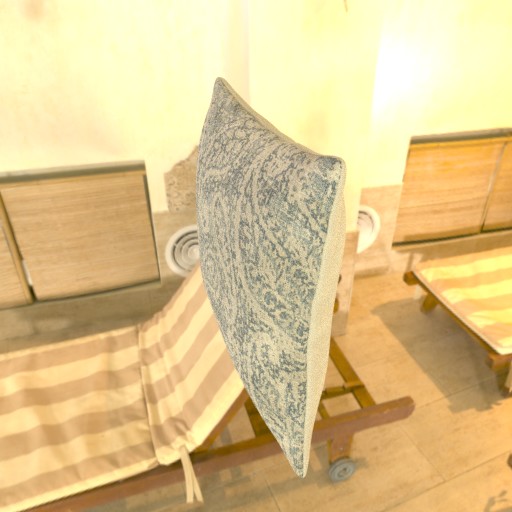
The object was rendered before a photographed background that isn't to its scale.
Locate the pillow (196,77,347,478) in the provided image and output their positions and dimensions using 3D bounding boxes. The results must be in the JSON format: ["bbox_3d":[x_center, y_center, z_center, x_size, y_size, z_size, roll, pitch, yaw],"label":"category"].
[{"bbox_3d":[0.000,0.000,0.769,0.166,0.510,0.523,-9,32,-15],"label":"pillow"}]
